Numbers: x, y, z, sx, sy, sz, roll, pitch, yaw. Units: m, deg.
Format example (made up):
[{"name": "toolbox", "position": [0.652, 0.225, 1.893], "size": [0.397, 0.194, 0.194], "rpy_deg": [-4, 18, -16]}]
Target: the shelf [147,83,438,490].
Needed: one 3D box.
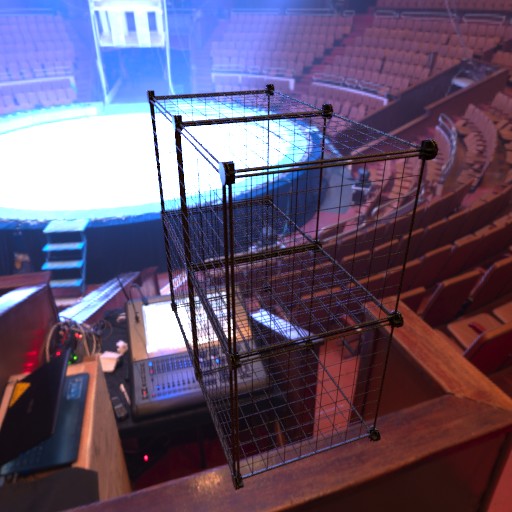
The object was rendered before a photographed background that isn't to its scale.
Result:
[{"name": "shelf", "position": [0.000, 0.000, 1.110], "size": [0.356, 0.711, 0.711], "rpy_deg": [-10, 30, -18]}]
